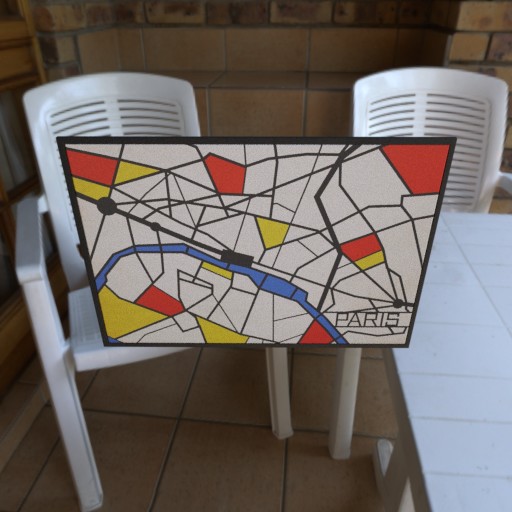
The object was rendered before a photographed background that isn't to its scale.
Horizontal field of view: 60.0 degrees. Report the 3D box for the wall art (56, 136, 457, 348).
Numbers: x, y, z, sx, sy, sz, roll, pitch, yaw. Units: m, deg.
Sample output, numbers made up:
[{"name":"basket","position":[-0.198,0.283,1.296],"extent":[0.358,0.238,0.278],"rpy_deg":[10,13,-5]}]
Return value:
[{"name":"wall art","position":[0.000,0.000,1.237],"extent":[0.963,0.665,0.013],"rpy_deg":[0,31,0]}]
